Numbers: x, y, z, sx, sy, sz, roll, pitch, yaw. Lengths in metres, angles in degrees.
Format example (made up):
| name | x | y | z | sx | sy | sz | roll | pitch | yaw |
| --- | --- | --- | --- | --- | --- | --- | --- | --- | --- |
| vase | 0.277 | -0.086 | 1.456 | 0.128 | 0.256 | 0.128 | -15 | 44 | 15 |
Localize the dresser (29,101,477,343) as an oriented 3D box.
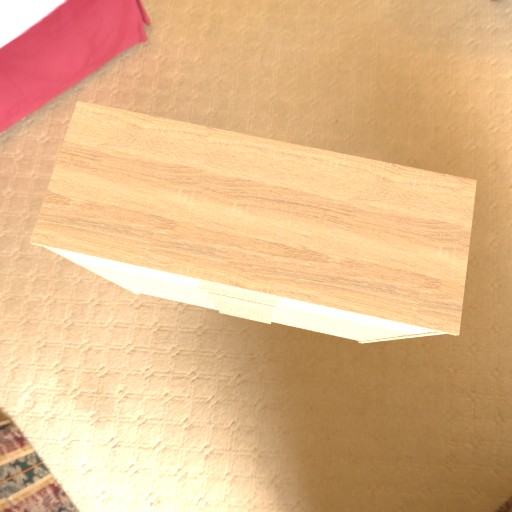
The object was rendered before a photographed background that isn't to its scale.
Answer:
| name | x | y | z | sx | sy | sz | roll | pitch | yaw |
| --- | --- | --- | --- | --- | --- | --- | --- | --- | --- |
| dresser | 0.000 | 0.000 | 1.463 | 0.980 | 0.900 | 0.380 | 12 | 78 | 3 |
